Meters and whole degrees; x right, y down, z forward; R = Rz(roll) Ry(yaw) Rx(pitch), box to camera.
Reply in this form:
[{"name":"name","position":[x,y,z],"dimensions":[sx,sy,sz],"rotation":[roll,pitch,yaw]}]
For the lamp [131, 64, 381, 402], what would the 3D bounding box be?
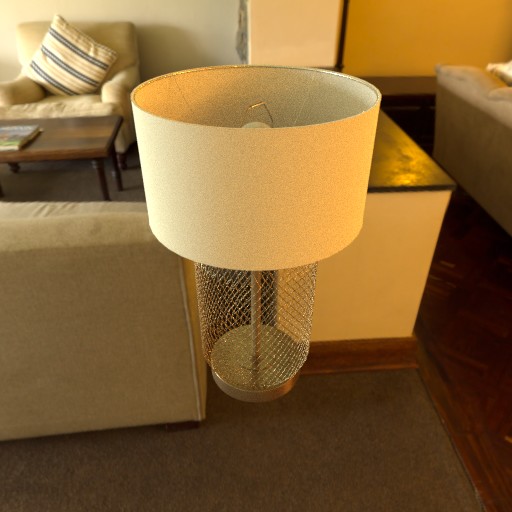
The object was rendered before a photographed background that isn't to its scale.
[{"name":"lamp","position":[0.000,0.000,0.799],"dimensions":[0.353,0.578,0.353],"rotation":[0,34,0]}]
